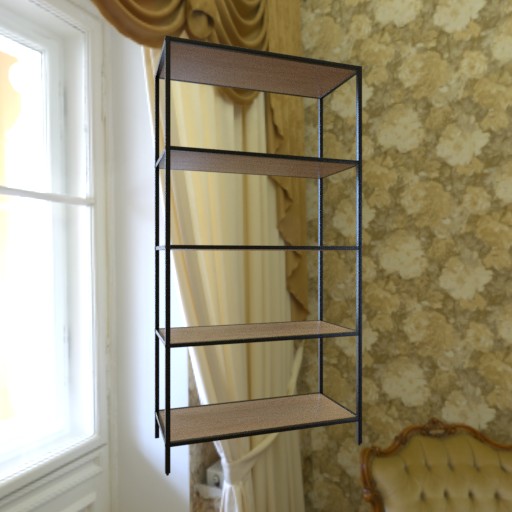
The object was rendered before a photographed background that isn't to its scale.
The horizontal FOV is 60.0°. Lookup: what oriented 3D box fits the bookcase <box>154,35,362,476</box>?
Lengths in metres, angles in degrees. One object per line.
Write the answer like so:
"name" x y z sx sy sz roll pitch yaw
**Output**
"bookcase" 0.000 0.000 1.794 0.770 1.500 0.350 0 0 -19
